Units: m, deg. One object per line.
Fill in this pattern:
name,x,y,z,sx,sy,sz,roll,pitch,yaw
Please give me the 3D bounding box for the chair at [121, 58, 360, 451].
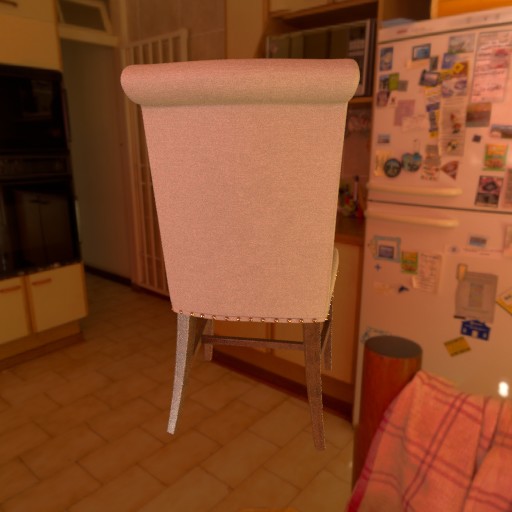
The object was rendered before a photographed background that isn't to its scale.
chair,0.000,0.000,1.306,0.513,0.988,0.608,2,15,9
